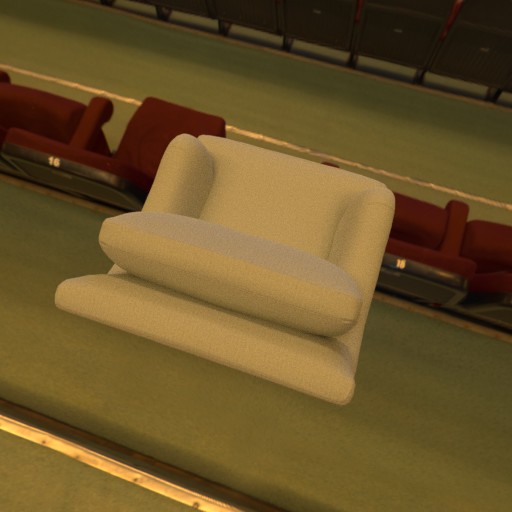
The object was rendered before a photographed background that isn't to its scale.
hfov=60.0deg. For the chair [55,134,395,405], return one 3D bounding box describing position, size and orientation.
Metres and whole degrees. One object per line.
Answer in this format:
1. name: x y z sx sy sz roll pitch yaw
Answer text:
1. chair: 0.000 0.000 1.828 0.955 1.038 1.070 17 66 8
